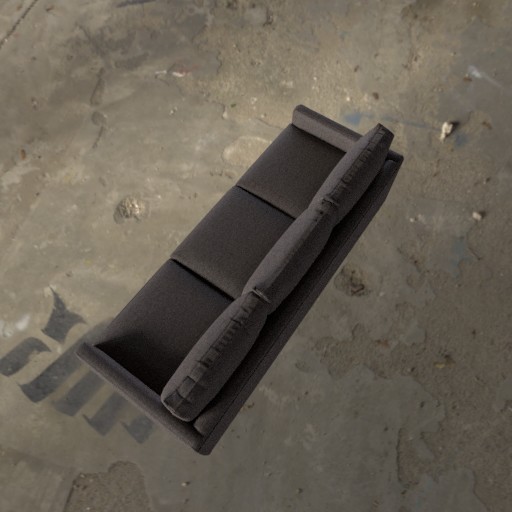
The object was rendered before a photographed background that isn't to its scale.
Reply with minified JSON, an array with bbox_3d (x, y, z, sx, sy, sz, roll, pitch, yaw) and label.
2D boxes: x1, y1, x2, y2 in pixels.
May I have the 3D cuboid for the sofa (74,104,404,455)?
[{"bbox_3d":[0.000,0.000,2.822,0.876,0.882,2.253,32,67,15],"label":"sofa"}]
